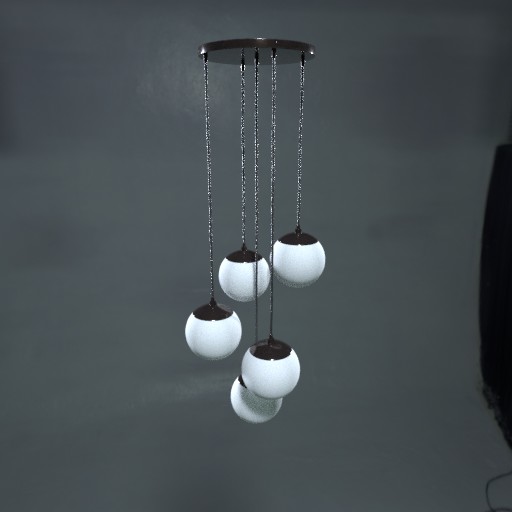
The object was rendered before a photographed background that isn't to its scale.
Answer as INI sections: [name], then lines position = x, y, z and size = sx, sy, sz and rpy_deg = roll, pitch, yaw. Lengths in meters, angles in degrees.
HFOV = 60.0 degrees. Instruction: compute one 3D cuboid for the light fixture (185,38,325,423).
[light fixture]
position = 0.000, 0.000, 1.485
size = 0.489, 1.271, 0.484
rpy_deg = -2, 16, -8
